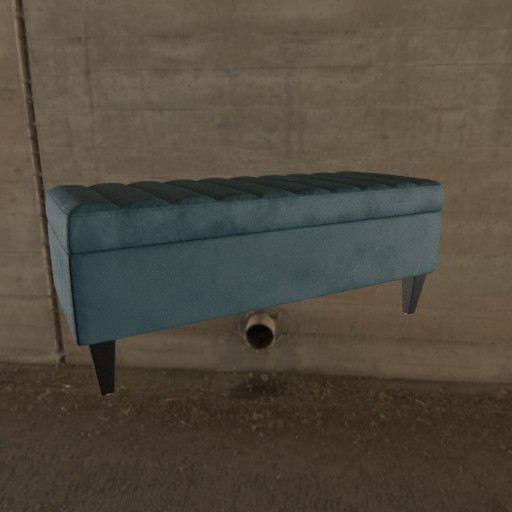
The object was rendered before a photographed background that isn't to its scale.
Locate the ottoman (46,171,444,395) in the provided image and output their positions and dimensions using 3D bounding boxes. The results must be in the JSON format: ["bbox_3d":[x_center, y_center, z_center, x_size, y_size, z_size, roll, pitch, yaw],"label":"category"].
[{"bbox_3d":[0.000,0.000,1.404,1.151,0.469,0.482,-8,17,-28],"label":"ottoman"}]
